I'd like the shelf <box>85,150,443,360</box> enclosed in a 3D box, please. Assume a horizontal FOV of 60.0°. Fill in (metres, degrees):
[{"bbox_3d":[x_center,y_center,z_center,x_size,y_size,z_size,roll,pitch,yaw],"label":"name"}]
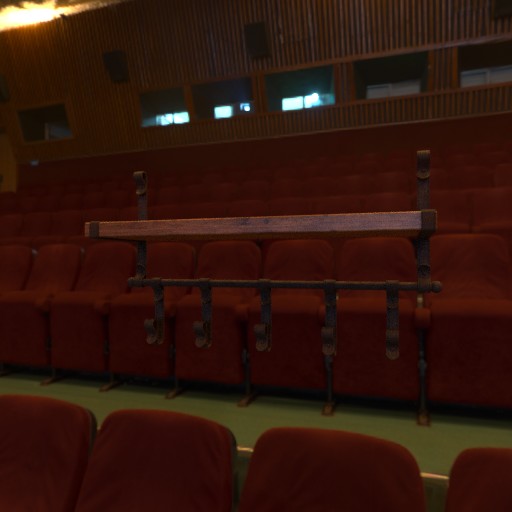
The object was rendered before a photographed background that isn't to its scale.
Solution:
[{"bbox_3d":[0.000,0.000,0.715,0.567,0.330,0.146,0,-1,18],"label":"shelf"}]
